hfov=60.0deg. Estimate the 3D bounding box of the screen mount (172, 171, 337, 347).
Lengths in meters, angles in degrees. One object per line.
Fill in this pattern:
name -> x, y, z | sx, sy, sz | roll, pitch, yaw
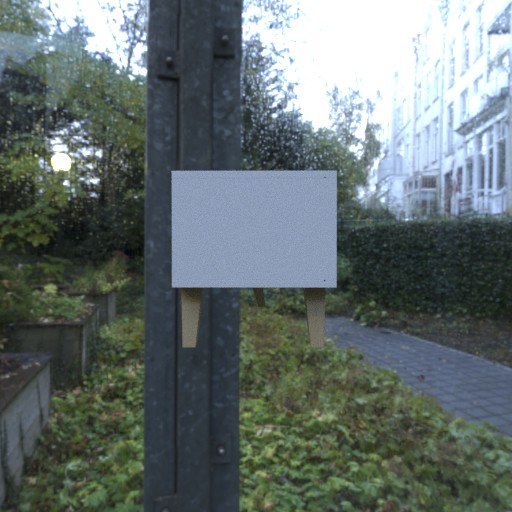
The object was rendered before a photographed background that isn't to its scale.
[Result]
screen mount -> 0.000, 0.000, 1.894 | 0.399, 0.432, 1.644 | 0, 1, 0
